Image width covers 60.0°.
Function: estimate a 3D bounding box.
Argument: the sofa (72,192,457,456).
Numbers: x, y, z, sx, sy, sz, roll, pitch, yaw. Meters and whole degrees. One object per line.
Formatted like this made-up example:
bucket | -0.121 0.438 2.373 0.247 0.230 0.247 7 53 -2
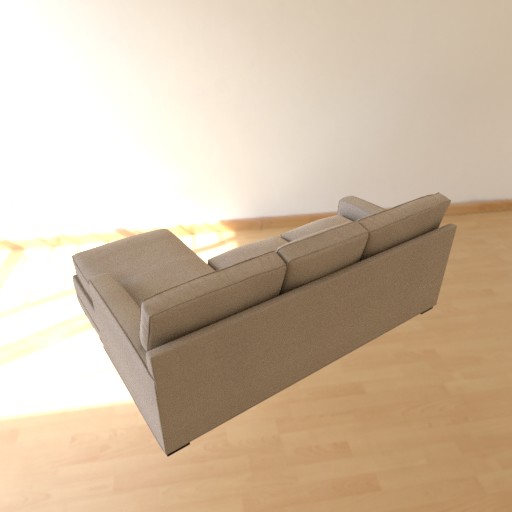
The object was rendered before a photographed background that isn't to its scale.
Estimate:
sofa | 0.000 0.000 2.947 2.087 0.861 1.496 -20 36 -29
